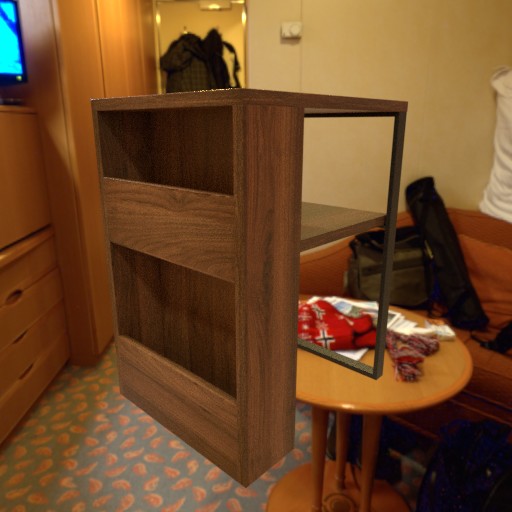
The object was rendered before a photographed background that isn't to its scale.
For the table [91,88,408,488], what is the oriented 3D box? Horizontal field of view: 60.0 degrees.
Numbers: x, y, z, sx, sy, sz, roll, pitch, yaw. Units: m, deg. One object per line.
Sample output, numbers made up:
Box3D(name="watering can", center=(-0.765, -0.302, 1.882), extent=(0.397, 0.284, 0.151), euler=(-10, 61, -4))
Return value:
Box3D(name="table", center=(0.000, 0.000, 1.570), extent=(0.660, 1.041, 0.786), euler=(15, 22, 41))
